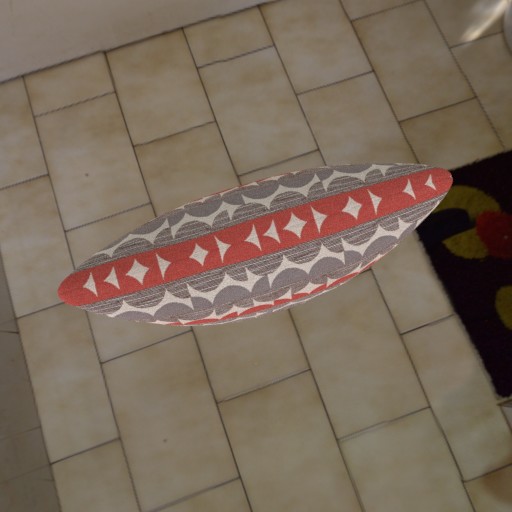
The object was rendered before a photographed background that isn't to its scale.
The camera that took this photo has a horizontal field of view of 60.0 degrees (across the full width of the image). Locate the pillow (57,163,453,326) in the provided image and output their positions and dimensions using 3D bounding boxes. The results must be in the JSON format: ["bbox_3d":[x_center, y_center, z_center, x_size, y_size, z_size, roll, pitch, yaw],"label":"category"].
[{"bbox_3d":[0.000,0.000,0.639,0.420,0.410,0.180,-17,77,-4],"label":"pillow"}]
